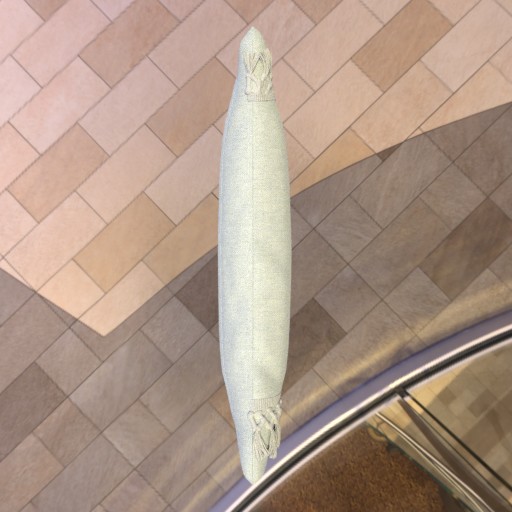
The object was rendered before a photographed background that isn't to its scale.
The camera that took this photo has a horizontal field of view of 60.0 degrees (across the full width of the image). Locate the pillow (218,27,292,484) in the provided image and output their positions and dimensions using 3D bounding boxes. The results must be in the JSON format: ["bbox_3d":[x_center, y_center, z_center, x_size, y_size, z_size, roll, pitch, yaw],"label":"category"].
[{"bbox_3d":[0.000,0.000,0.593,0.084,0.305,0.466,0,89,1],"label":"pillow"}]
